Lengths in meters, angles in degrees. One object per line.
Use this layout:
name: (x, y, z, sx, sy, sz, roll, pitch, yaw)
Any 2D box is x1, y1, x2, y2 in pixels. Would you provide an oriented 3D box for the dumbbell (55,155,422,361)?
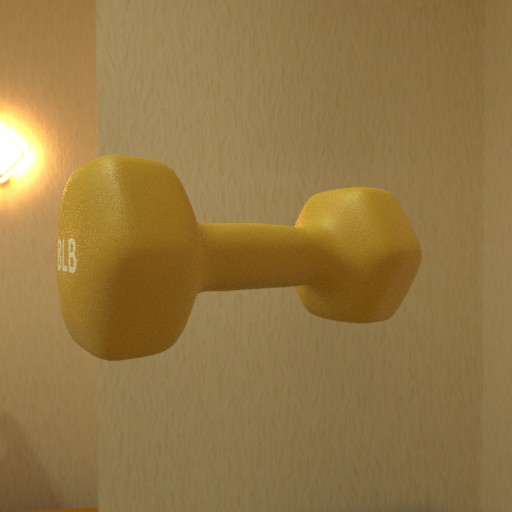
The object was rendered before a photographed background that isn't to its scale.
dumbbell: (0.000, 0.000, 0.234, 0.190, 0.082, 0.090, -1, 1, -36)
